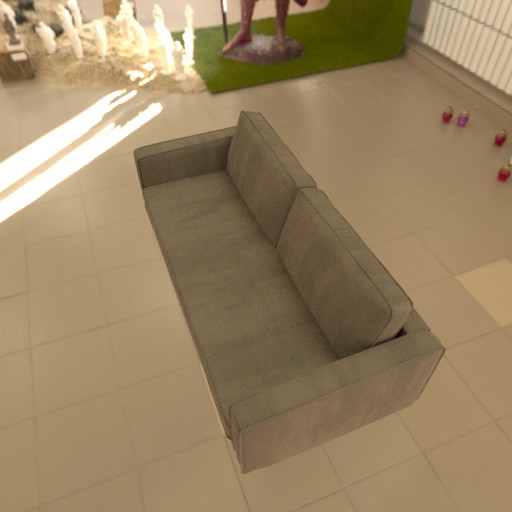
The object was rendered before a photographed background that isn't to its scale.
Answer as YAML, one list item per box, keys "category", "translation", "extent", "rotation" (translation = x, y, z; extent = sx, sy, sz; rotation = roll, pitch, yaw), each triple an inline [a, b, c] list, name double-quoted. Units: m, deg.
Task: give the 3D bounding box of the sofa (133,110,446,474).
- category: "sofa"
  translation: [0.000, 0.000, 2.408]
  extent: [0.924, 0.825, 1.920]
  rotation: [-16, 49, -15]
